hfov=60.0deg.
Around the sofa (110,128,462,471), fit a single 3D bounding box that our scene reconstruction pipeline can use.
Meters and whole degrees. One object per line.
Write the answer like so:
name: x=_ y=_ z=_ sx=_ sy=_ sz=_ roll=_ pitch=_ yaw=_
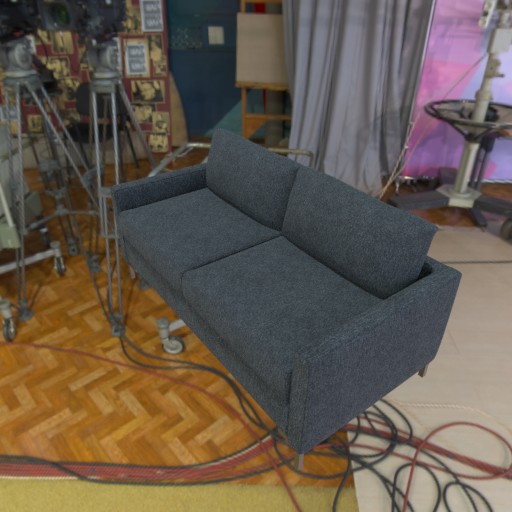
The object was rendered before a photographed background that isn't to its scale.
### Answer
sofa: x=0.000 y=0.000 z=2.258 sx=0.866 sy=0.862 sz=1.716 roll=-22 pitch=39 yaw=-30
